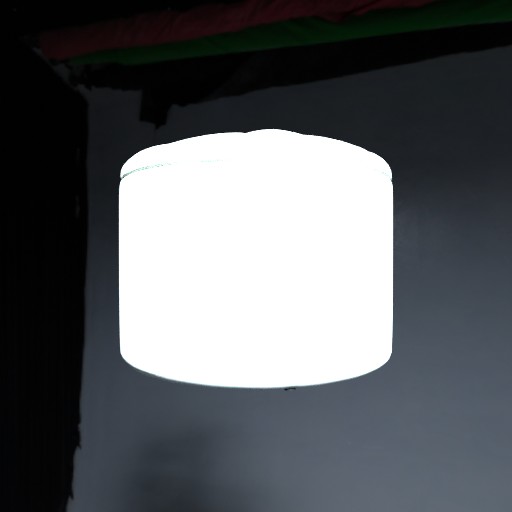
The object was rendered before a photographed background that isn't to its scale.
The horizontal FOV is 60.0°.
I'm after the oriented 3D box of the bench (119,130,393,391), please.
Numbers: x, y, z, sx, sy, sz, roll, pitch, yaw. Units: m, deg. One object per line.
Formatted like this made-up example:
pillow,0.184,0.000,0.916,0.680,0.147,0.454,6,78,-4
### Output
bench,0.000,0.000,1.018,0.600,0.453,0.600,0,0,0
